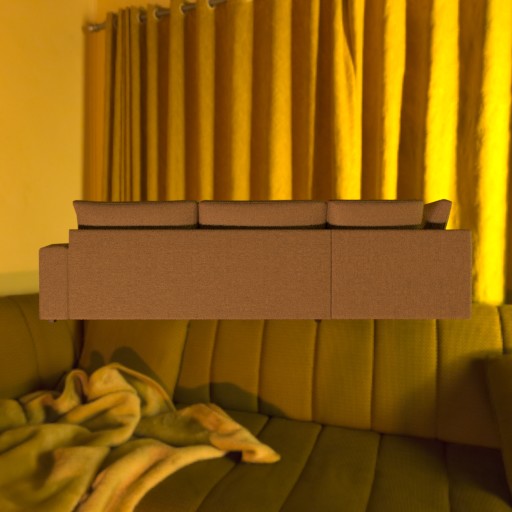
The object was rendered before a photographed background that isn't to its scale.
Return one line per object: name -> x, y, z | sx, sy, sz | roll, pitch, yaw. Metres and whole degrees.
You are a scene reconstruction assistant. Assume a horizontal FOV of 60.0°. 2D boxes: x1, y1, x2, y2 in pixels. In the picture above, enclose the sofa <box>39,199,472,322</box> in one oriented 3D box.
sofa -> 0.000, 0.000, 4.092 | 2.742, 0.800, 2.622 | 0, 1, 0
